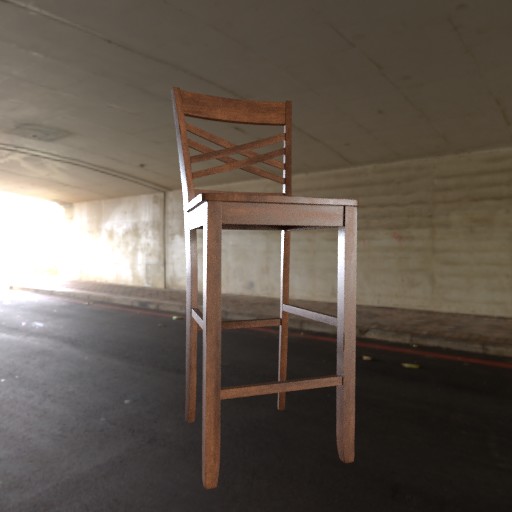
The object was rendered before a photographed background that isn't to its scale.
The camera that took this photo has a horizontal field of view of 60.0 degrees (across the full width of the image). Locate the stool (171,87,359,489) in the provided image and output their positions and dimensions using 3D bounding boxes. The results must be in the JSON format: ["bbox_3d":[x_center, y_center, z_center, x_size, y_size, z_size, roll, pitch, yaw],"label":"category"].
[{"bbox_3d":[0.000,0.000,1.336,0.433,1.105,0.487,0,1,-20],"label":"stool"}]
